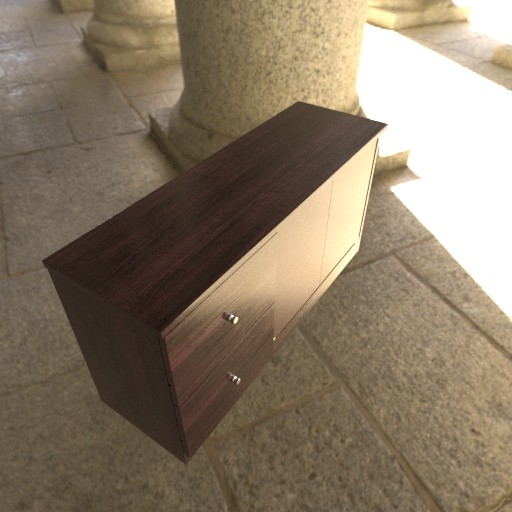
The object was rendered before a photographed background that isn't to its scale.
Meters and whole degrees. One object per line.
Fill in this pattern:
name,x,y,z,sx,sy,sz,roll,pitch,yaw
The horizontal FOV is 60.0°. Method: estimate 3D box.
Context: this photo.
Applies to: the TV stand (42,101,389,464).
TV stand,0.000,0.000,1.528,0.404,0.614,1.192,24,46,26
